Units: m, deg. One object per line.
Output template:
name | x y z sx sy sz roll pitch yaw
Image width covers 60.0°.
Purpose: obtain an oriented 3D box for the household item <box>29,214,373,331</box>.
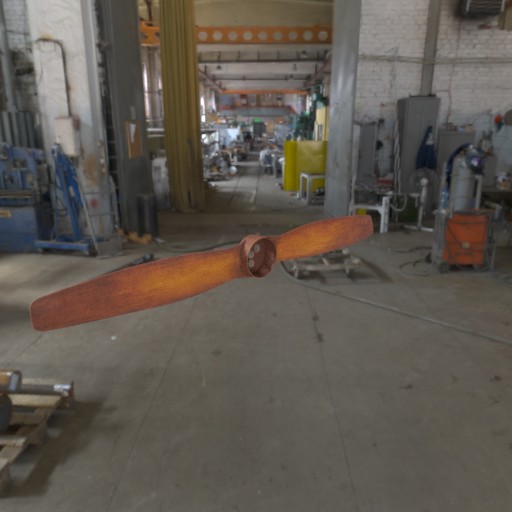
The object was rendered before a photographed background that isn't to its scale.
household item | 0.000 0.000 1.228 1.181 0.121 0.051 -15 22 -42
